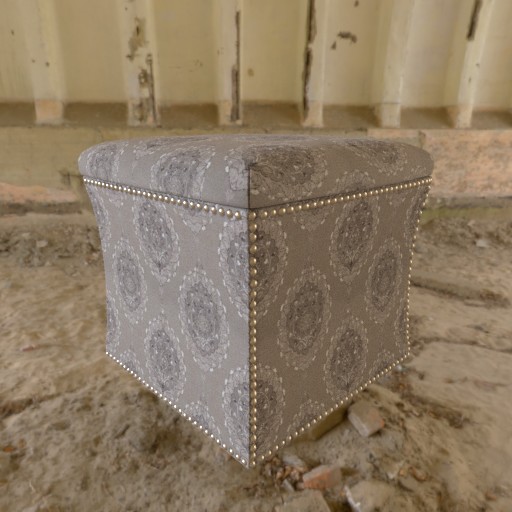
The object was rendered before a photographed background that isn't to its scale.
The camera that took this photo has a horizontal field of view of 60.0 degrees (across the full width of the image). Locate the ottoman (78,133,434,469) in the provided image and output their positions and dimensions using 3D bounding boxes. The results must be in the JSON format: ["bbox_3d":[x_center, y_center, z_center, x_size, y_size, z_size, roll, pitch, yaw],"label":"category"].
[{"bbox_3d":[0.000,0.000,0.896,0.507,0.473,0.497,-16,23,-41],"label":"ottoman"}]
